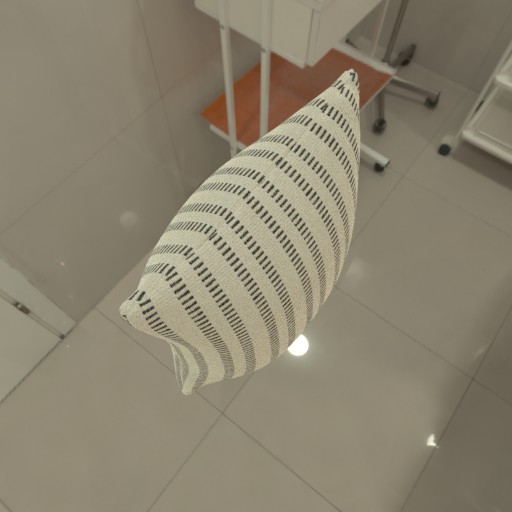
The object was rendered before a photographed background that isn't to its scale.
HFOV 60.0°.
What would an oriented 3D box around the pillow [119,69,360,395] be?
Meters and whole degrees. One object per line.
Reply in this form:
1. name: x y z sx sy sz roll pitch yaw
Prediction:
1. pillow: 0.000 0.000 0.693 0.247 0.419 0.438 34 69 16
